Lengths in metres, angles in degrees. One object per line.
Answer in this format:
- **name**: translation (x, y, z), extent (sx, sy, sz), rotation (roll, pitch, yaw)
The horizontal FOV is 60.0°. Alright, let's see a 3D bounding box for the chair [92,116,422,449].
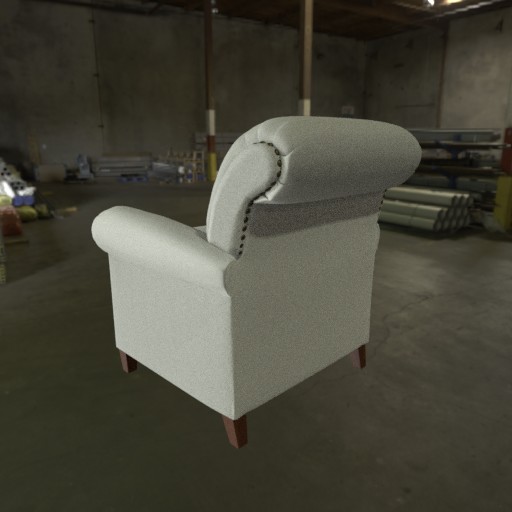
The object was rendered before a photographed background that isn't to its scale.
- **chair**: translation (0.000, 0.000, 1.588), extent (0.890, 0.927, 0.854), rotation (14, 20, 43)
